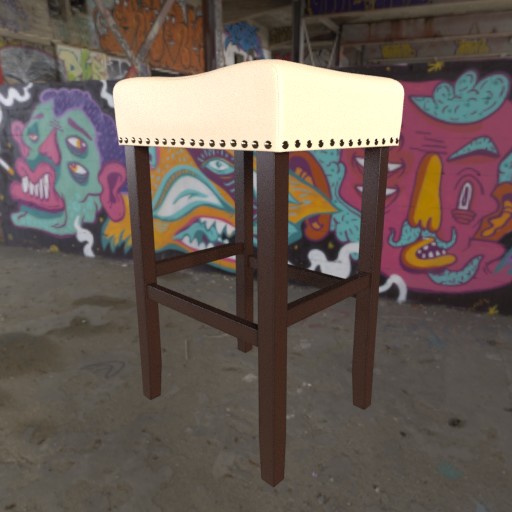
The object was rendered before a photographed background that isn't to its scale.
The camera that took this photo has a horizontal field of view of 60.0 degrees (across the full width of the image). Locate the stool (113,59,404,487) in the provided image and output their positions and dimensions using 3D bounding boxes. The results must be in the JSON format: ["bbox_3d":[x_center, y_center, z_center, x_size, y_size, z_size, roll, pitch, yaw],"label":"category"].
[{"bbox_3d":[0.000,0.000,1.016,0.471,0.762,0.401,15,21,41],"label":"stool"}]
